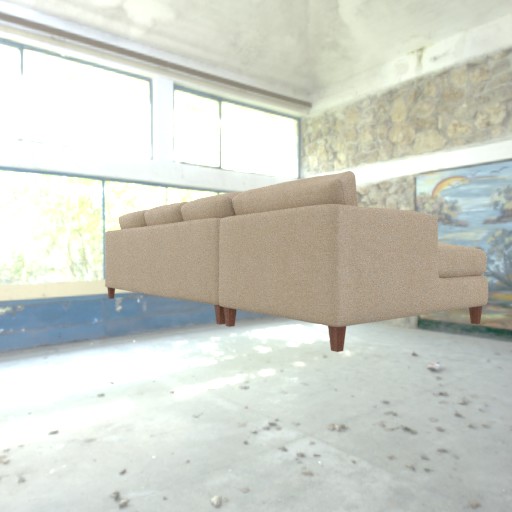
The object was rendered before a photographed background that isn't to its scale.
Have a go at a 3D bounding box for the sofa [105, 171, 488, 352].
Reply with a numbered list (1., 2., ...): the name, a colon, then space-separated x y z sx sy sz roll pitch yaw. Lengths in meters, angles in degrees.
1. sofa: 0.000 0.000 3.712 1.502 0.876 3.201 0 0 -37
